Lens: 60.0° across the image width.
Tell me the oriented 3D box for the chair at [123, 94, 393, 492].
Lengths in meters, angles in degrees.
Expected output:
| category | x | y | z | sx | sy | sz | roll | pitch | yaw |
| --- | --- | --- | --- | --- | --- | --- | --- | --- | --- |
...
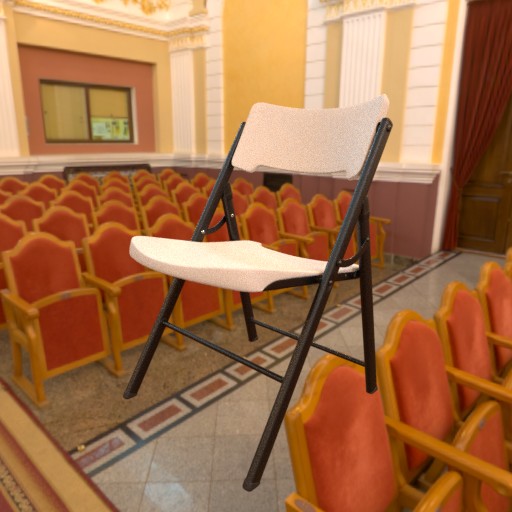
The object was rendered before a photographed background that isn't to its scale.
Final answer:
| category | x | y | z | sx | sy | sz | roll | pitch | yaw |
| --- | --- | --- | --- | --- | --- | --- | --- | --- | --- |
| chair | 0.000 | 0.000 | 1.105 | 0.482 | 0.765 | 0.577 | 14 | 21 | 42 |
